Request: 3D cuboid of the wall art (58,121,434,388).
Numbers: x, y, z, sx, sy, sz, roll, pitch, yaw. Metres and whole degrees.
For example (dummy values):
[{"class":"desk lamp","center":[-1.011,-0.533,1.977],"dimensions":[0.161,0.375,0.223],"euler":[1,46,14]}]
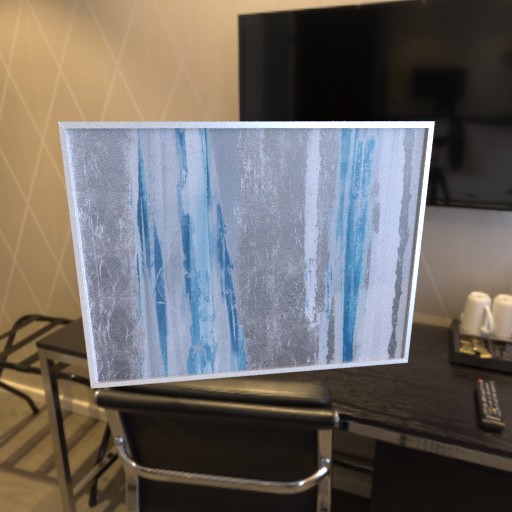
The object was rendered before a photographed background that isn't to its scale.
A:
[{"class":"wall art","center":[0.000,0.000,1.382],"dimensions":[1.056,0.801,0.066],"euler":[-2,17,-8]}]
